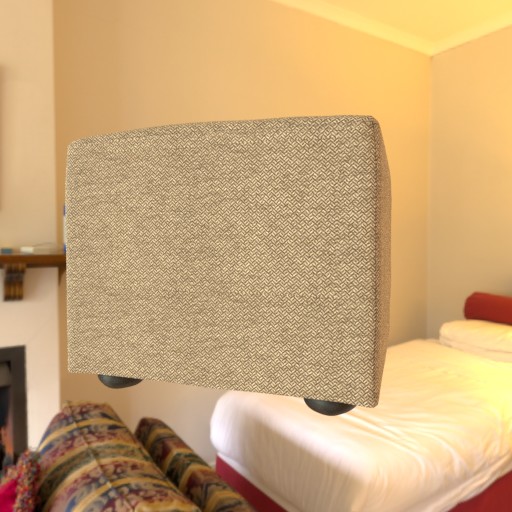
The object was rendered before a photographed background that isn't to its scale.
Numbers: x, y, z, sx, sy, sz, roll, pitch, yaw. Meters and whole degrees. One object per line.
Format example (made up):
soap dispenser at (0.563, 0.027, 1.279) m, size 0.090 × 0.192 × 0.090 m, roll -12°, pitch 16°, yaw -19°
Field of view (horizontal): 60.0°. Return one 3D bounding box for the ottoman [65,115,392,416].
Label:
ottoman at (0.000, 0.000, 0.895) m, size 0.512 × 0.453 × 0.519 m, roll 1°, pitch 2°, yaw 18°
